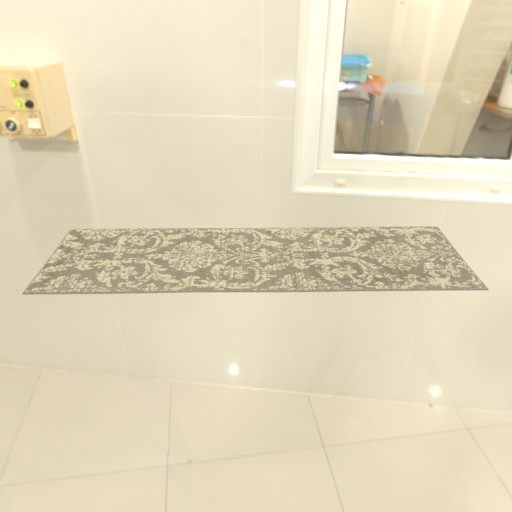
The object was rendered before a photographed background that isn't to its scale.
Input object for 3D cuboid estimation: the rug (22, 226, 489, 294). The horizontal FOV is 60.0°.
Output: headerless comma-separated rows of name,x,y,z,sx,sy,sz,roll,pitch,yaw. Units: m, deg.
rug,0.000,0.000,2.367,2.196,0.011,0.662,0,31,-1
